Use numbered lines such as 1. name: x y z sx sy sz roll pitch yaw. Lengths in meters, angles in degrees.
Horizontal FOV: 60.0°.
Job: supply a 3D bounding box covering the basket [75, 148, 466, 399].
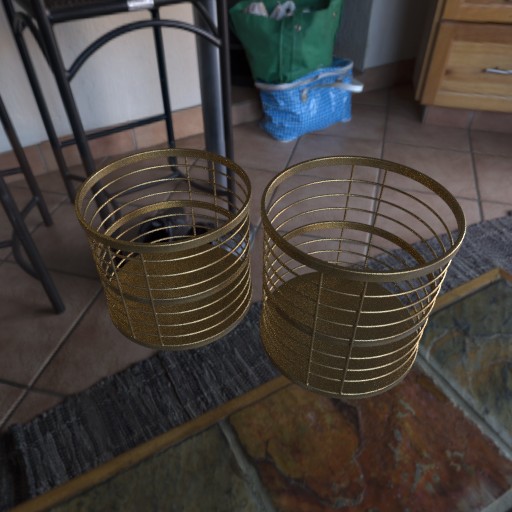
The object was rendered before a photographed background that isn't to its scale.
1. basket: 0.000 0.000 0.950 0.746 0.351 0.356 12 43 13
